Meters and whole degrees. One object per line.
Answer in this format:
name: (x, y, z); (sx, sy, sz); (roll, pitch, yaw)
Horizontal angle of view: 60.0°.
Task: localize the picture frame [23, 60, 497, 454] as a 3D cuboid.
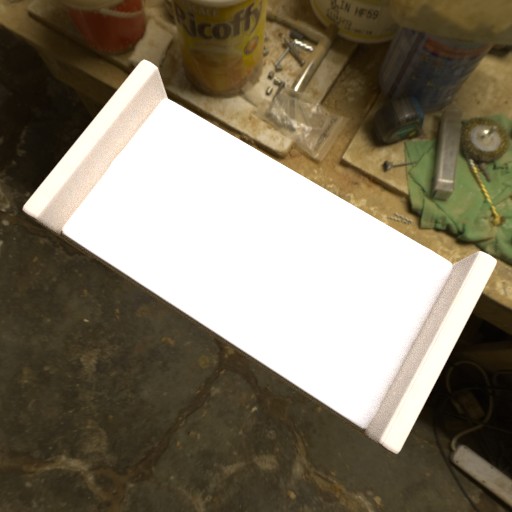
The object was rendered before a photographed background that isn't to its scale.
picture frame: (0.000, 0.000, 2.635); (2.161, 0.891, 1.069); (32, 78, 8)
